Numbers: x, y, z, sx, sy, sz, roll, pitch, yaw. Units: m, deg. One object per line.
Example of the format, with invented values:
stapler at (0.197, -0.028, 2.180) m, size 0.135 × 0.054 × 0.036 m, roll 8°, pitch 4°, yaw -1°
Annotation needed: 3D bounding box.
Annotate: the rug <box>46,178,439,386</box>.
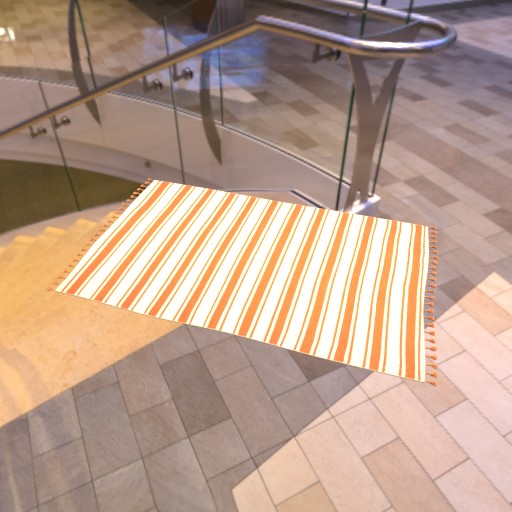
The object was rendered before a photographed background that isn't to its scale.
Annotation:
rug at (0.000, 0.000, 2.660) m, size 2.092 × 0.017 × 1.232 m, roll 11°, pitch 42°, yaw 13°
